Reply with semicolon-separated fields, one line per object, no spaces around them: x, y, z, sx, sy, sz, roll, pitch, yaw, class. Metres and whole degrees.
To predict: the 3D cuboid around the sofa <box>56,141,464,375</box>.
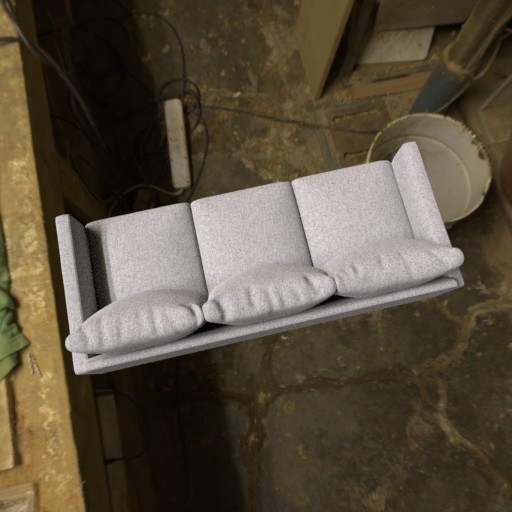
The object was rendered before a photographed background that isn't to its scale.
0.000;0.000;2.448;2.000;0.830;0.850;-12;77;-3;sofa
